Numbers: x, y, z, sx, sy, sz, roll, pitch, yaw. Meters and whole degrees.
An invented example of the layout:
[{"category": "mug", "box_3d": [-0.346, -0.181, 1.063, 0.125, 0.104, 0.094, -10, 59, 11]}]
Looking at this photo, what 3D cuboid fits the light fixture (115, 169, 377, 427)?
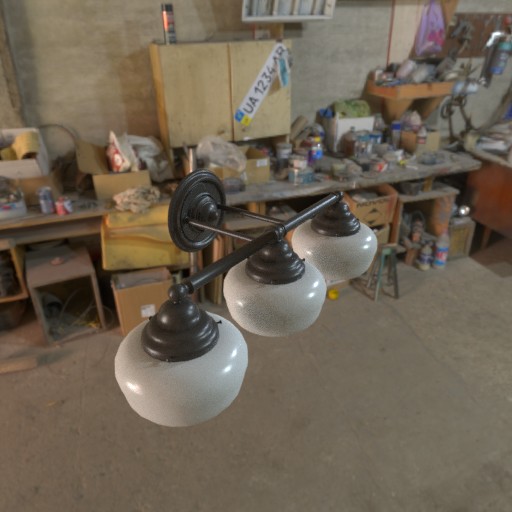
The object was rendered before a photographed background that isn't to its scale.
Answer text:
[{"category": "light fixture", "box_3d": [0.000, 0.000, 0.710, 0.239, 0.242, 0.587, 18, 32, 31]}]
